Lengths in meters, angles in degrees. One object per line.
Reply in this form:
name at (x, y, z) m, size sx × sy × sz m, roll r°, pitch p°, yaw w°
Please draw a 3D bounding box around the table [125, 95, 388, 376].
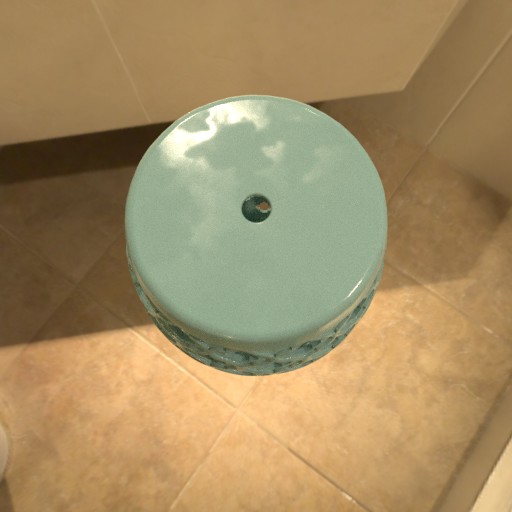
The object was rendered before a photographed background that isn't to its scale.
table at (0.000, 0.000, 0.623) m, size 0.325 × 0.388 × 0.325 m, roll 0°, pitch 76°, yaw 0°
